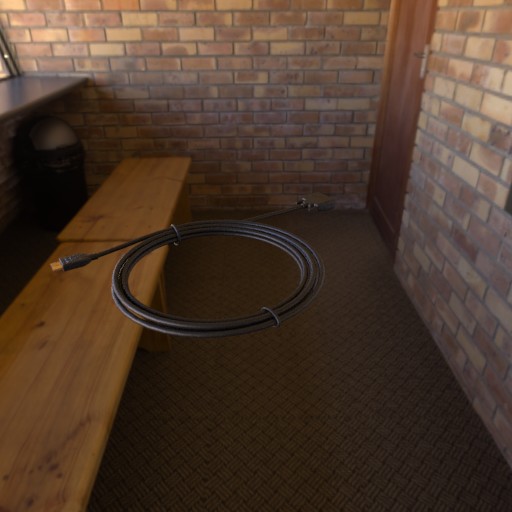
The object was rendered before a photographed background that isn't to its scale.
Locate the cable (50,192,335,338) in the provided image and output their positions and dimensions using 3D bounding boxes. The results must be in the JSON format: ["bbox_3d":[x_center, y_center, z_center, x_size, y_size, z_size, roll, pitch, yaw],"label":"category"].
[{"bbox_3d":[0.000,0.000,0.531,0.422,0.030,0.257,-17,33,-29],"label":"cable"}]
